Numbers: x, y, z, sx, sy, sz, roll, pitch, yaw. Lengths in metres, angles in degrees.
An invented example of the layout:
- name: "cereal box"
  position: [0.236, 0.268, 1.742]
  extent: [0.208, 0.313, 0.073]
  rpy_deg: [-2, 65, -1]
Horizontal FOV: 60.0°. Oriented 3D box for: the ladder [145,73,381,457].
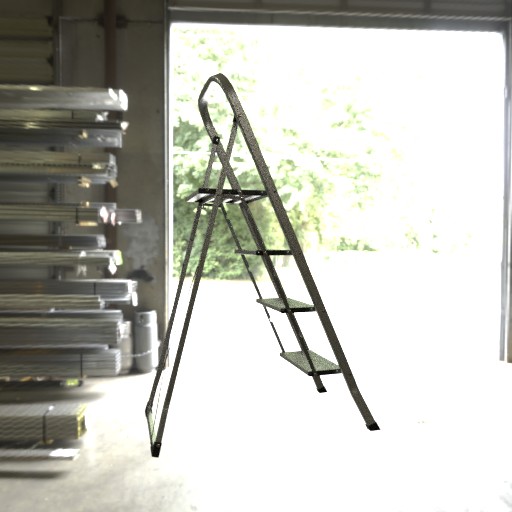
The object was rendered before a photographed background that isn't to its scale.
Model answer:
- name: "ladder"
  position: [0.000, 0.000, 1.729]
  extent: [0.830, 1.290, 0.465]
  rpy_deg: [0, 2, -17]
